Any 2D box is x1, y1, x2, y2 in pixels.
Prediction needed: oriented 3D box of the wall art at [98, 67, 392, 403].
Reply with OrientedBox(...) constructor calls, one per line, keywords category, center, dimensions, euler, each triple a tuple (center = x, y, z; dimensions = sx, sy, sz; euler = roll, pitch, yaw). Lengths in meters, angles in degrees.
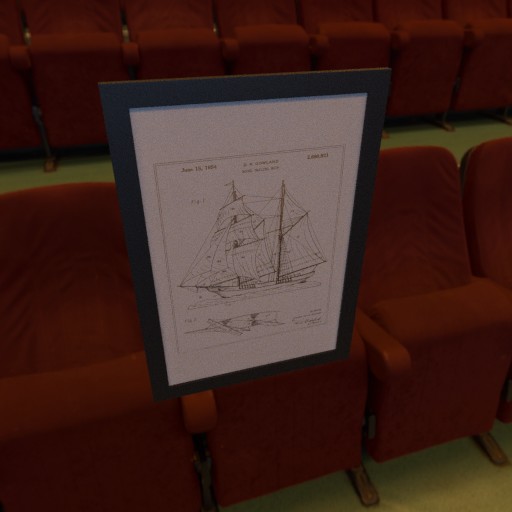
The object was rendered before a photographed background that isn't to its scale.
OrientedBox(category="wall art", center=(0.000, 0.000, 0.697), dimensions=(0.381, 0.534, 0.013), euler=(-9, 32, -14))
